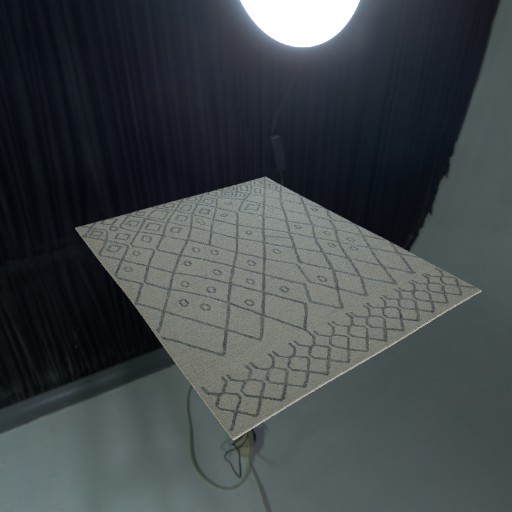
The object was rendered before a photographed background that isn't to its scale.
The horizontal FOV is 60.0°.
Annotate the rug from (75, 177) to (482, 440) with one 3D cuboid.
[{"bbox_3d":[0.000,0.000,4.130,2.446,0.015,3.046,-20,37,-29],"label":"rug"}]
